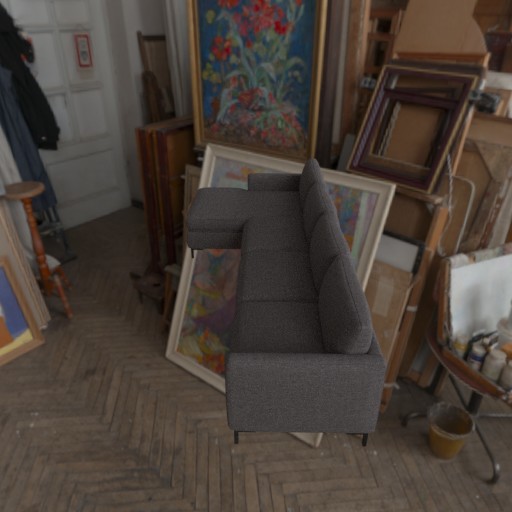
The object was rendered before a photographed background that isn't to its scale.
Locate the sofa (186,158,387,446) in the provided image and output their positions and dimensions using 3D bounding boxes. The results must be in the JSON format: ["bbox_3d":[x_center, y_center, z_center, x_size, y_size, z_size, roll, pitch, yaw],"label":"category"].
[{"bbox_3d":[0.000,0.000,3.261,1.258,0.754,2.731,1,29,1],"label":"sofa"}]
